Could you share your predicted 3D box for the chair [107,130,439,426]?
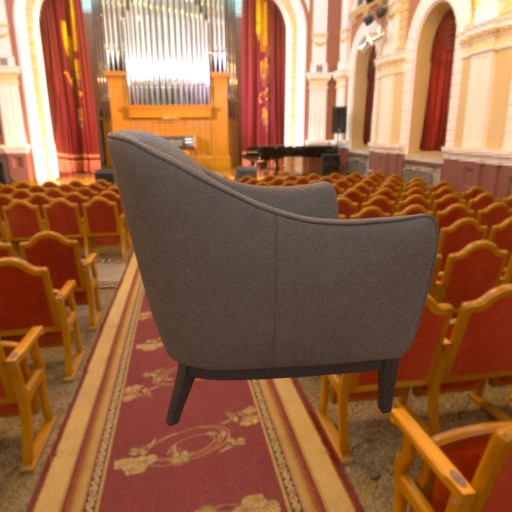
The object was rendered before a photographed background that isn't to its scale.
[{"bbox_3d":[0.000,0.000,1.520,0.852,0.830,0.871,-3,16,-9],"label":"chair"}]
